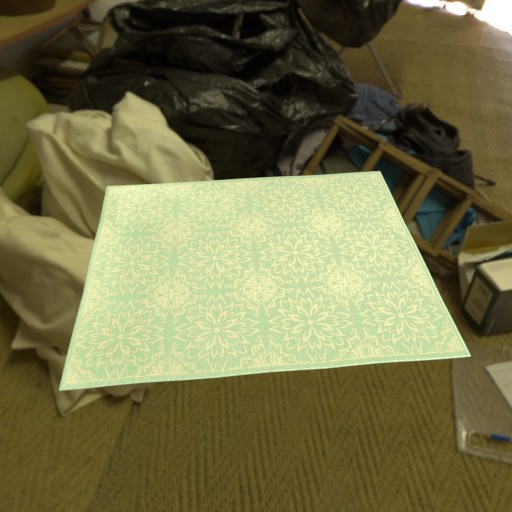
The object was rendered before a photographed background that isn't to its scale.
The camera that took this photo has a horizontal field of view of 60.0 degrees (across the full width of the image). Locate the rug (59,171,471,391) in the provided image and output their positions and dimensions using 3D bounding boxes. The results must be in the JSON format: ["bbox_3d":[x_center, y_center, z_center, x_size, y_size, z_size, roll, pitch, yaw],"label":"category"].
[{"bbox_3d":[0.000,0.000,4.003,2.980,0.012,2.363,-4,46,-4],"label":"rug"}]
